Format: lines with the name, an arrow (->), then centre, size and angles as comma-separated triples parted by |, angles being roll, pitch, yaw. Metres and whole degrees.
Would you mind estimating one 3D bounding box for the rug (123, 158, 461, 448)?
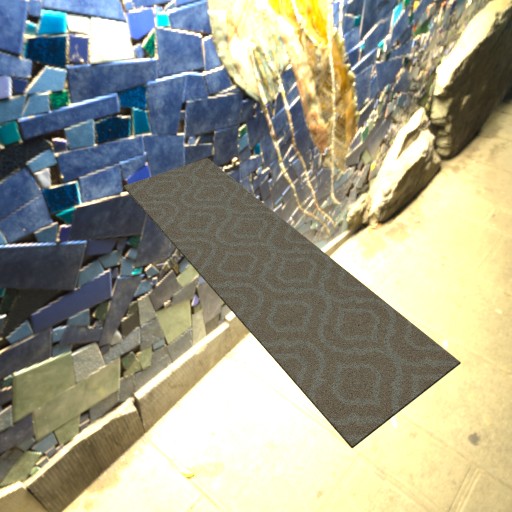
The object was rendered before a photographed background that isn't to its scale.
rug -> 0.000, 0.000, 2.581 | 0.691, 0.013, 2.289 | -25, 47, -25
